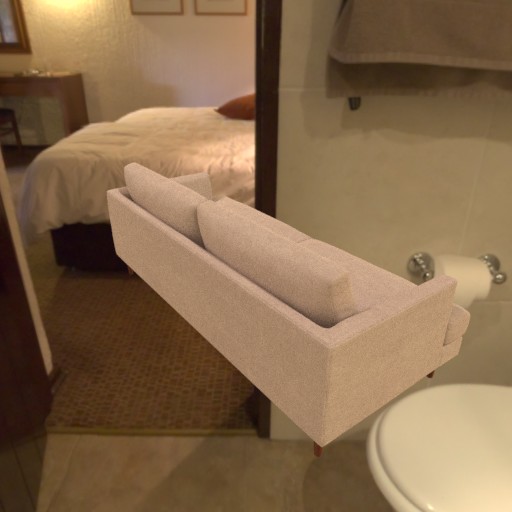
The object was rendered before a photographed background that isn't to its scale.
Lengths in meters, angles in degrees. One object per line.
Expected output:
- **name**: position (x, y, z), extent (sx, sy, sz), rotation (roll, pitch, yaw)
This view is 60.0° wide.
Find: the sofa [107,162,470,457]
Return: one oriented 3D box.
- **sofa**: position (0.000, 0.000, 2.728), extent (1.020, 0.868, 2.250), rotation (-18, 32, -32)
